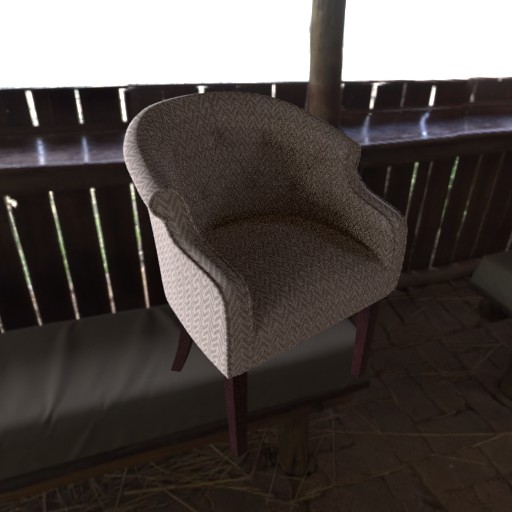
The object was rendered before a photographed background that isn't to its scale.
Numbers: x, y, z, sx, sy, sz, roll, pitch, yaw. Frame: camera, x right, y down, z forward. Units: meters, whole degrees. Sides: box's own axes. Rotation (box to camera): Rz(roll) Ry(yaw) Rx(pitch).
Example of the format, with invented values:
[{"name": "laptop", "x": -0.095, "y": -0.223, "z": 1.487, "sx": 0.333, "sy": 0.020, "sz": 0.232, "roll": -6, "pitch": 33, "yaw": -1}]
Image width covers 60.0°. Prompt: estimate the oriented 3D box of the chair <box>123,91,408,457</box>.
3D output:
[{"name": "chair", "x": 0.000, "y": 0.000, "z": 1.322, "sx": 0.686, "sy": 0.858, "sz": 0.613, "roll": -21, "pitch": 36, "yaw": -32}]
